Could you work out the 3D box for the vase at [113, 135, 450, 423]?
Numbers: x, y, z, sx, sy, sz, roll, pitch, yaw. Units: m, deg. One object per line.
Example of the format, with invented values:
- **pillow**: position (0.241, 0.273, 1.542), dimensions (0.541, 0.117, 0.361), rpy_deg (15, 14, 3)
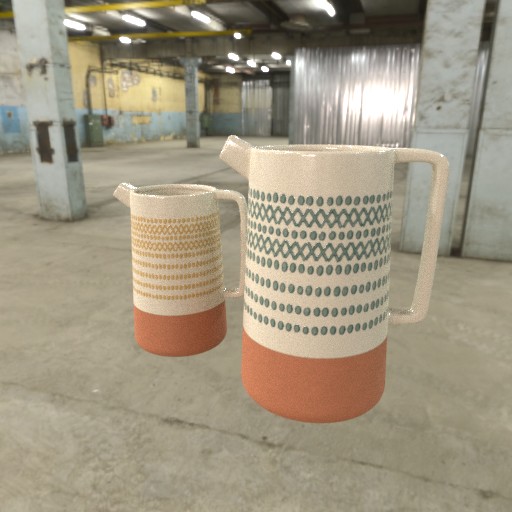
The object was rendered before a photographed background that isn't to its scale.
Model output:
- **vase**: position (0.000, 0.000, 0.467), dimensions (0.168, 0.247, 0.326), rpy_deg (-15, 22, -42)
